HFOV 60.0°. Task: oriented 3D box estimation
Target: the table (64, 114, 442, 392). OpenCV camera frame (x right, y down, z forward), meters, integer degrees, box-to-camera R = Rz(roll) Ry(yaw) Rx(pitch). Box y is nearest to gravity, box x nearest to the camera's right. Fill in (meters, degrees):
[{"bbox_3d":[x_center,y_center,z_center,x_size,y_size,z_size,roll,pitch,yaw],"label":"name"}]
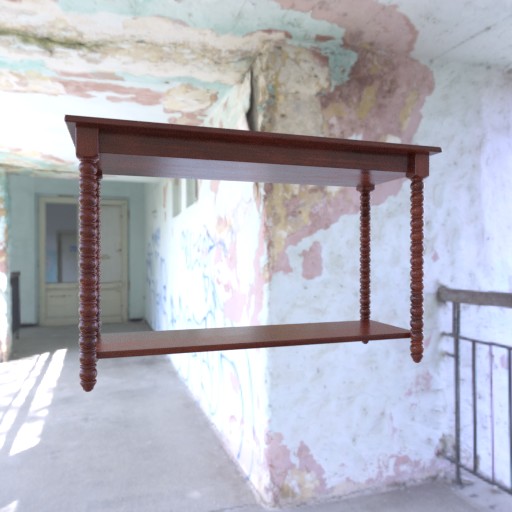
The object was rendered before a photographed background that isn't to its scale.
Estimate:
[{"bbox_3d":[0.000,0.000,1.540,1.184,0.740,0.459,0,0,-17],"label":"table"}]
